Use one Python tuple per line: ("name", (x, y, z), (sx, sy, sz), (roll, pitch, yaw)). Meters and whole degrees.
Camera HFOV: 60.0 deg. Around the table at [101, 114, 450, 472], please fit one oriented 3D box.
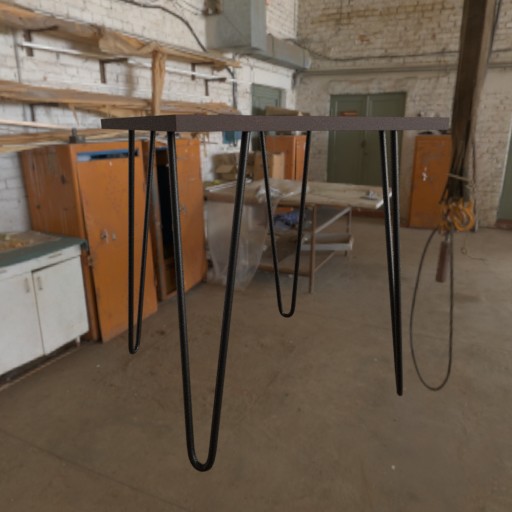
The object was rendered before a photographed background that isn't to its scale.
("table", (0.000, 0.000, 0.942), (0.495, 0.559, 0.495), (-9, 19, -27))
